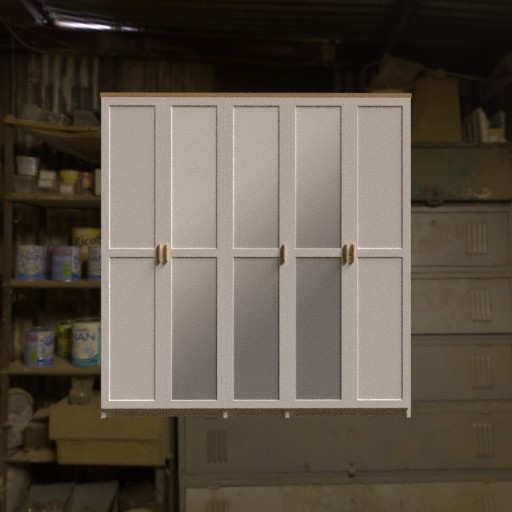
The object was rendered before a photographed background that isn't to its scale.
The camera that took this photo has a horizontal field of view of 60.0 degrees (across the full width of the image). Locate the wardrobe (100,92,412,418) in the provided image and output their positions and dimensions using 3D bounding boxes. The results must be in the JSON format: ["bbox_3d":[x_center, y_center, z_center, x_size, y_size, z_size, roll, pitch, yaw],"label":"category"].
[{"bbox_3d":[0.000,0.000,3.348,2.160,2.260,0.590,0,0,0],"label":"wardrobe"}]
